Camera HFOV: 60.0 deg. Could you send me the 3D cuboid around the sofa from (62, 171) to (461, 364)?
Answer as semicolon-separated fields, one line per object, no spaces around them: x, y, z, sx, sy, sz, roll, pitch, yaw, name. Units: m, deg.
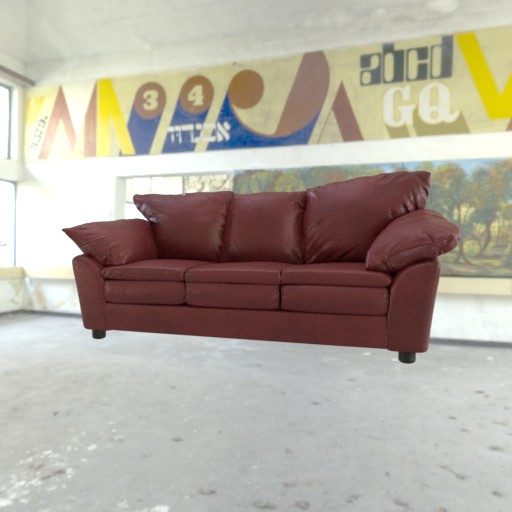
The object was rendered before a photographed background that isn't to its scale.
0.000;0.000;2.912;2.390;1.091;0.907;0;1;19;sofa
